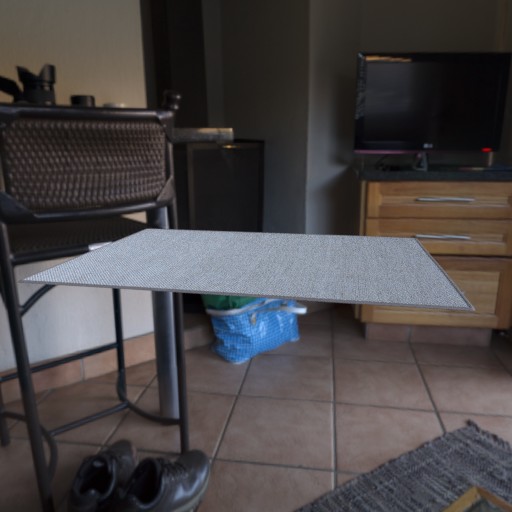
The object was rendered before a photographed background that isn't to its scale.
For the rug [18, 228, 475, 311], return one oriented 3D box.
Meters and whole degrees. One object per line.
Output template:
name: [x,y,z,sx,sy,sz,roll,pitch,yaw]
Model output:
rug: [0.000,0.000,2.718,2.115,0.013,1.517,3,14,11]
